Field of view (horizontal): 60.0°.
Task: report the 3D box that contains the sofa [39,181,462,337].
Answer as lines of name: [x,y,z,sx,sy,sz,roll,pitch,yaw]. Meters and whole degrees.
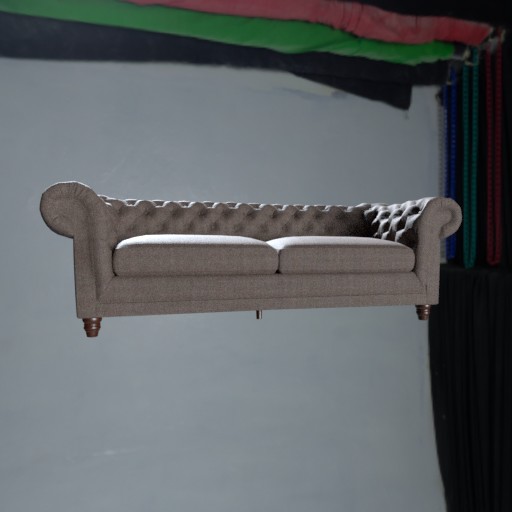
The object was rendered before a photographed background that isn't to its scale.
sofa: [0.000,0.000,2.834,2.385,0.787,0.944,0,1,-16]
